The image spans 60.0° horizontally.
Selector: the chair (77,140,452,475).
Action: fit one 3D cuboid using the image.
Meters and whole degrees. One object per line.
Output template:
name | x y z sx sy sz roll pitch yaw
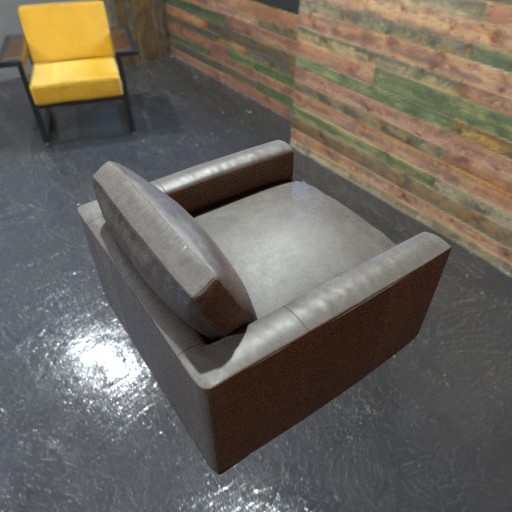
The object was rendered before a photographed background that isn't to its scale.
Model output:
chair | 0.000 0.000 1.833 1.080 0.807 1.106 -25 47 -26
